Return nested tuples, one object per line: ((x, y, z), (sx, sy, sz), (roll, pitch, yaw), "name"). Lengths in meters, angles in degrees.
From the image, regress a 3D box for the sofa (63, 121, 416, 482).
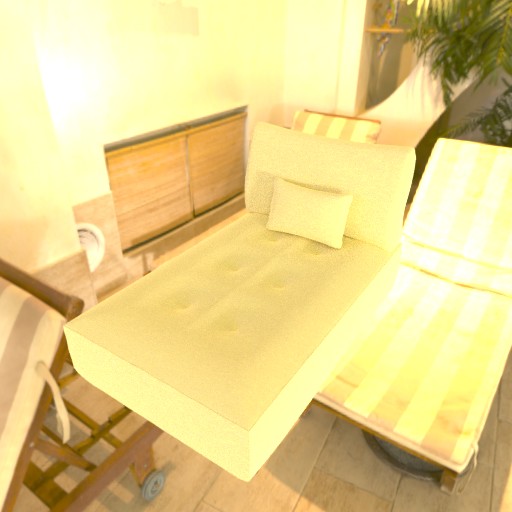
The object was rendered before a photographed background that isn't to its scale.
((0.000, 0.000, 2.007), (0.930, 0.820, 1.450), (19, 35, 29), "sofa")
